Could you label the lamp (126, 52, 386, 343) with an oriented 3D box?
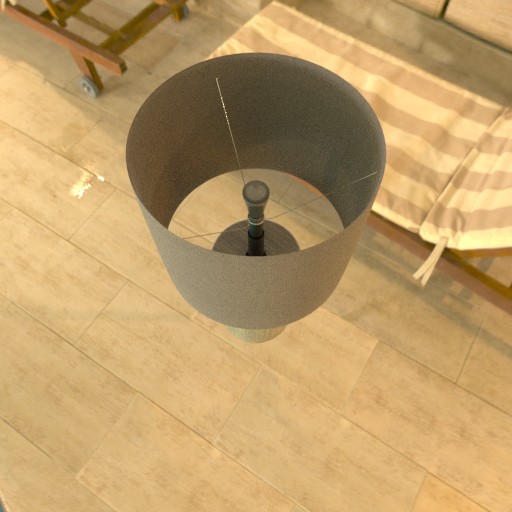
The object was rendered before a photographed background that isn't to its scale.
[{"bbox_3d":[0.000,0.000,0.585,0.228,0.444,0.228,35,68,16],"label":"lamp"}]
